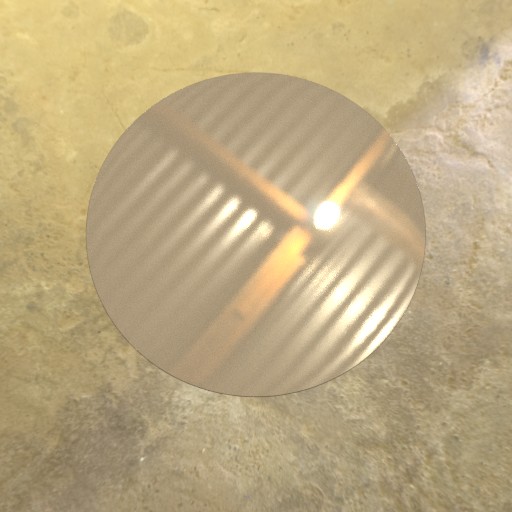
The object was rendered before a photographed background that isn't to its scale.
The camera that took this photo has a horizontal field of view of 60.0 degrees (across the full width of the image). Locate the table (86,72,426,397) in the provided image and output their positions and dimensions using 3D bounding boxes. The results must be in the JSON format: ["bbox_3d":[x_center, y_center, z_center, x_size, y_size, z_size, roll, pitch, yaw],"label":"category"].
[{"bbox_3d":[0.000,0.000,0.866,0.499,0.443,0.499,0,76,0],"label":"table"}]
